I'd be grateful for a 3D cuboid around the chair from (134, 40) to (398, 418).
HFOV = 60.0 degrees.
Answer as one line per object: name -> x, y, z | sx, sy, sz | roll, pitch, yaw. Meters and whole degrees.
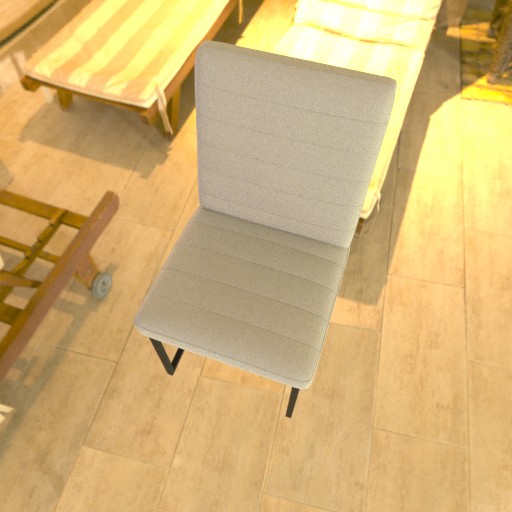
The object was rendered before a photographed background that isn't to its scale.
chair -> 0.000, 0.000, 1.317 | 0.520, 0.930, 0.634 | 16, 58, 10
